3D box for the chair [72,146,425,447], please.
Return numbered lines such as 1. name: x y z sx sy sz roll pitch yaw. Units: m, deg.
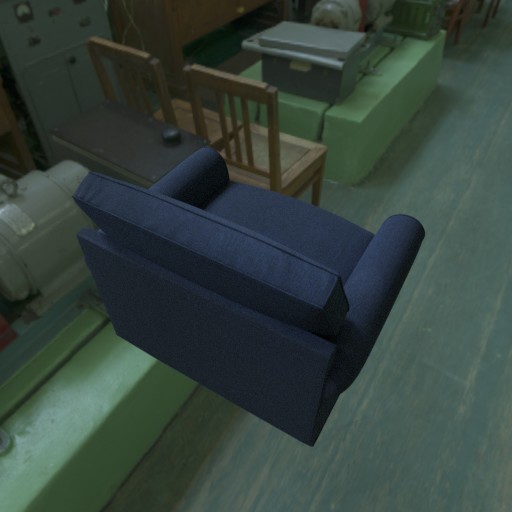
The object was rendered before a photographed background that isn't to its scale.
1. chair: 0.000 0.000 2.045 1.285 1.044 0.963 23 50 21
